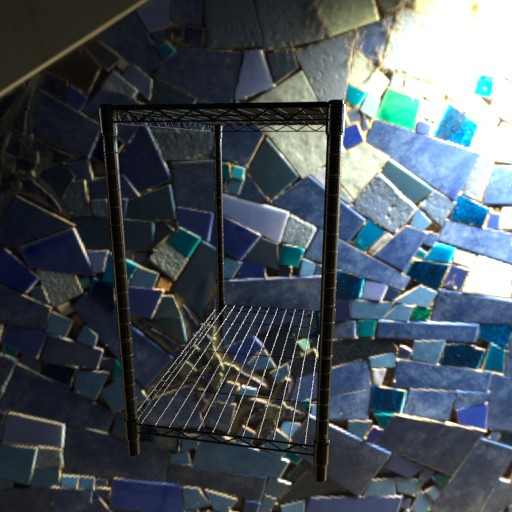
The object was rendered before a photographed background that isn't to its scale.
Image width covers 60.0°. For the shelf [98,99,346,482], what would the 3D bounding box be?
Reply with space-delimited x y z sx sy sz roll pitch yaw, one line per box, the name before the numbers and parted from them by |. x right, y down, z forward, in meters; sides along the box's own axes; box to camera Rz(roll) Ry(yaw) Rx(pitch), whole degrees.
shelf | 0.000 0.000 0.926 0.338 0.564 0.589 3 15 11
